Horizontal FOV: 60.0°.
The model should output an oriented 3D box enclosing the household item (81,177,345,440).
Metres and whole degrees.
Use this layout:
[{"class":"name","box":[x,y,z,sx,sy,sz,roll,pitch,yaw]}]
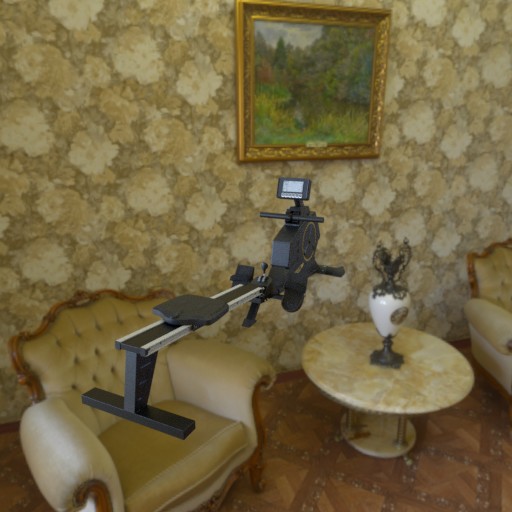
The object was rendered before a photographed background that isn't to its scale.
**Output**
[{"class":"household item","box":[0.000,0.000,2.623,0.521,0.810,2.251,8,18,25]}]
